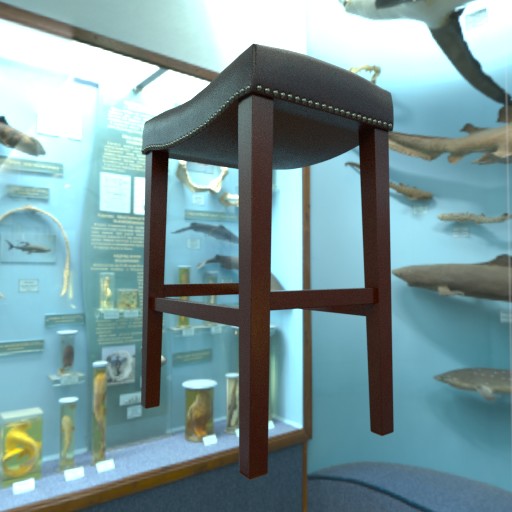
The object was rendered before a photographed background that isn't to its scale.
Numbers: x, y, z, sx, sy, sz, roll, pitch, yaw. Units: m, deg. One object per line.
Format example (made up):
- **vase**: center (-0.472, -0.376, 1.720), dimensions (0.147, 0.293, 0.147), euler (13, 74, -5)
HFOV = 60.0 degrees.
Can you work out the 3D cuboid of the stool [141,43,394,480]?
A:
- **stool**: center (0.000, 0.000, 1.023), dimensions (0.372, 0.742, 0.504), euler (1, -2, -35)
